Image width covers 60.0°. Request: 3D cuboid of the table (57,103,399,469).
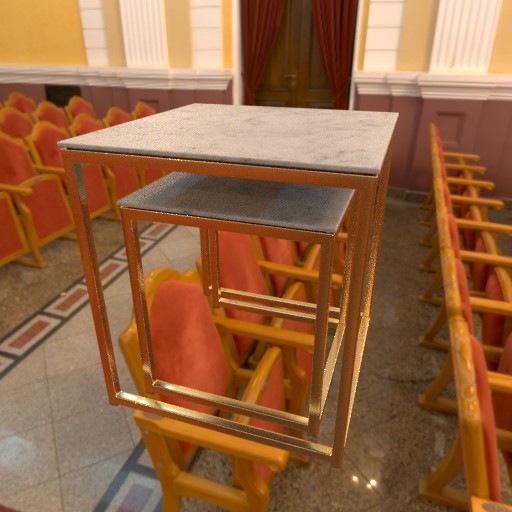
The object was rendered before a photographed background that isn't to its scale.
[{"bbox_3d":[0.000,0.000,0.869,0.450,0.500,0.450,8,27,17],"label":"table"}]
